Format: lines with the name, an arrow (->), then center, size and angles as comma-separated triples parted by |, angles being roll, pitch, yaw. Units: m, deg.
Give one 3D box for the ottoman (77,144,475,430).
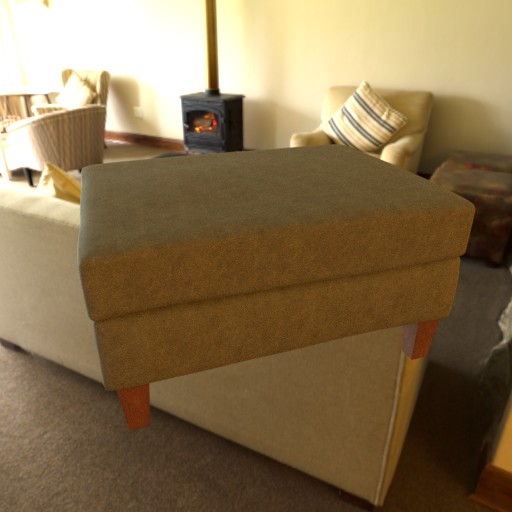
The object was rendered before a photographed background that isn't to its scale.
ottoman -> 0.000, 0.000, 1.200 | 0.839, 0.464, 0.639 | -9, 28, -17
